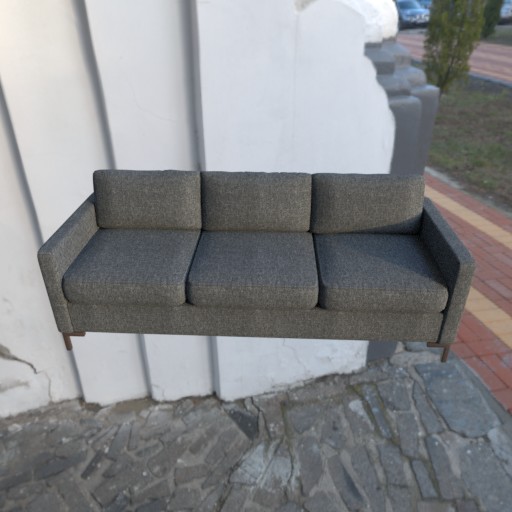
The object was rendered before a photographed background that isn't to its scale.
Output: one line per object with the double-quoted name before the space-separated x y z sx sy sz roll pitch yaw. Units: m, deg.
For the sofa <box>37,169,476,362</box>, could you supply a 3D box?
"sofa" 0.000 0.000 2.666 2.218 0.874 0.859 1 30 2
